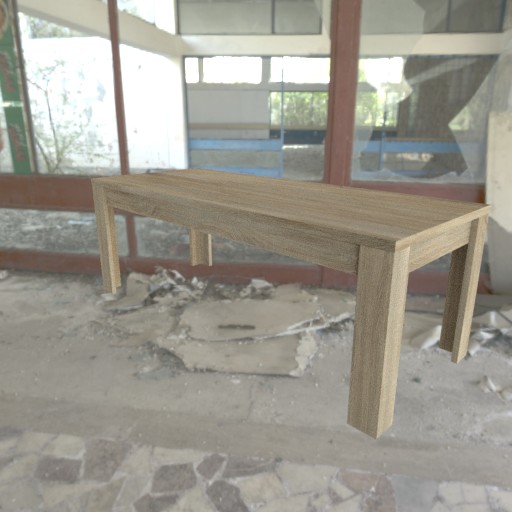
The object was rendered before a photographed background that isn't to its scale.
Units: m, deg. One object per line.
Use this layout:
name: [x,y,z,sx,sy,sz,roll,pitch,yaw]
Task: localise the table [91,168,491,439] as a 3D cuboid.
table: [0.000,0.000,2.622,2.200,0.790,0.900,17,24,42]
